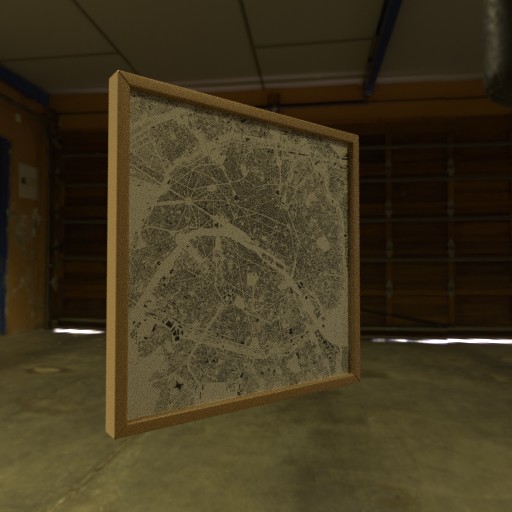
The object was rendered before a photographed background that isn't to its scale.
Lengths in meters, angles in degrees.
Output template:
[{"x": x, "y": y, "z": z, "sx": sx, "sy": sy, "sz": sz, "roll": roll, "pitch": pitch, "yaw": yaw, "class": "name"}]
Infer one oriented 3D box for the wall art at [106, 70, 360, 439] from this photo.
[{"x": 0.000, "y": 0.000, "z": 0.776, "sx": 0.509, "sy": 0.509, "sz": 0.036, "roll": 1, "pitch": -2, "yaw": -37, "class": "wall art"}]
